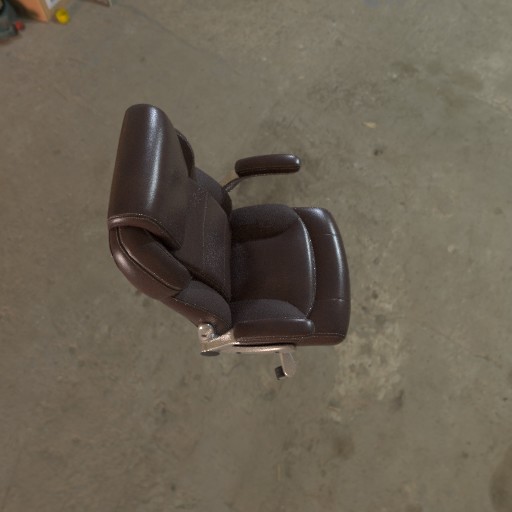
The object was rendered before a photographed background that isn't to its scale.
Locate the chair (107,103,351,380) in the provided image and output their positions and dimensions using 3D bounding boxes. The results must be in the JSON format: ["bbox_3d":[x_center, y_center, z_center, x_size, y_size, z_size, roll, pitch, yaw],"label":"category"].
[{"bbox_3d":[0.000,0.000,1.659,0.774,1.160,0.733,-1,62,0],"label":"chair"}]
